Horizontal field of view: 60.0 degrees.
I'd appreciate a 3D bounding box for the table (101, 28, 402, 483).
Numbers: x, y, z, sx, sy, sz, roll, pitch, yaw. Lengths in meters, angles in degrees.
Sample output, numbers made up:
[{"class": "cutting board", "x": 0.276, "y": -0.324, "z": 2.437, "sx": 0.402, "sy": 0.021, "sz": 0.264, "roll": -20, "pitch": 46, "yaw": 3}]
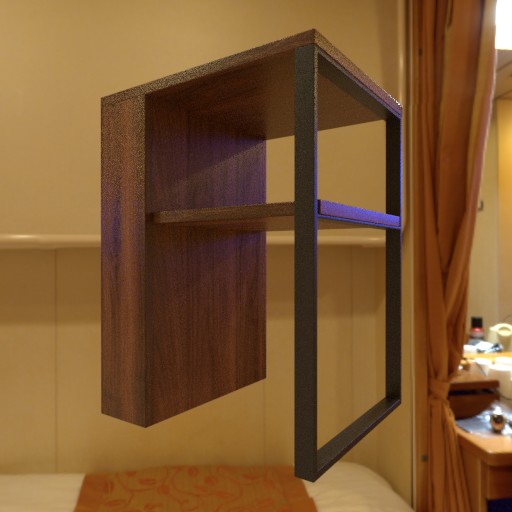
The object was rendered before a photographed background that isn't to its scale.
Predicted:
[{"class": "table", "x": 0.000, "y": 0.000, "z": 1.504, "sx": 0.786, "sy": 1.041, "sz": 0.660, "roll": 0, "pitch": 0, "yaw": 35}]
